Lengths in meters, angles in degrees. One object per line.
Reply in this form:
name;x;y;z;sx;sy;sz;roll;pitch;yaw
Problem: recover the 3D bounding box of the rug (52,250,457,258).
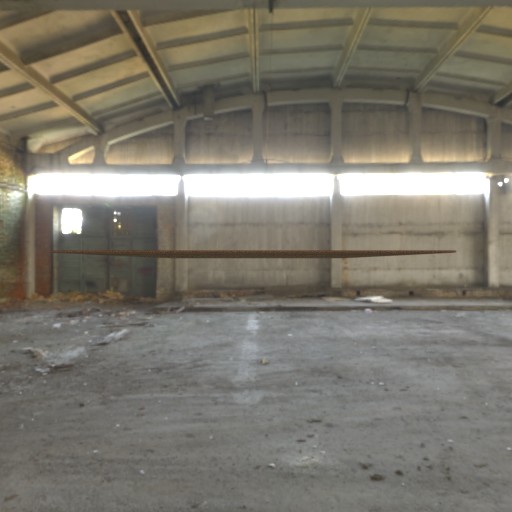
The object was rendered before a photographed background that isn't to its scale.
rug;0.000;0.000;2.245;1.219;0.008;1.829;0;-1;1
